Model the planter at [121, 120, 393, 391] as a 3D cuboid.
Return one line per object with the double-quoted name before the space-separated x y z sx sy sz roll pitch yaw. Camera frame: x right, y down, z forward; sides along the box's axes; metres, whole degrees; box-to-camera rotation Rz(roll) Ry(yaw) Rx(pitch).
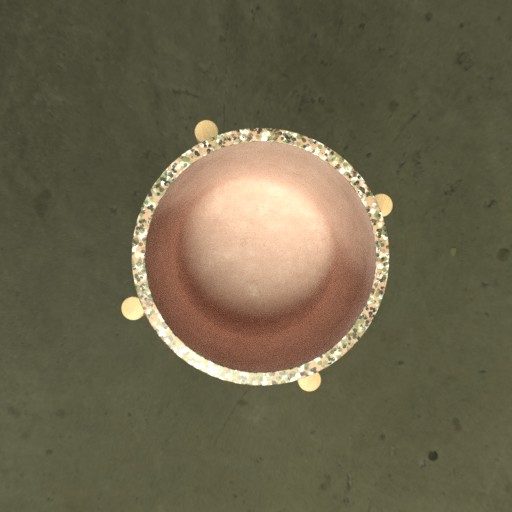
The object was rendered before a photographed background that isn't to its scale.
"planter" 0.000 0.000 0.541 0.284 0.320 0.284 0 90 -2
